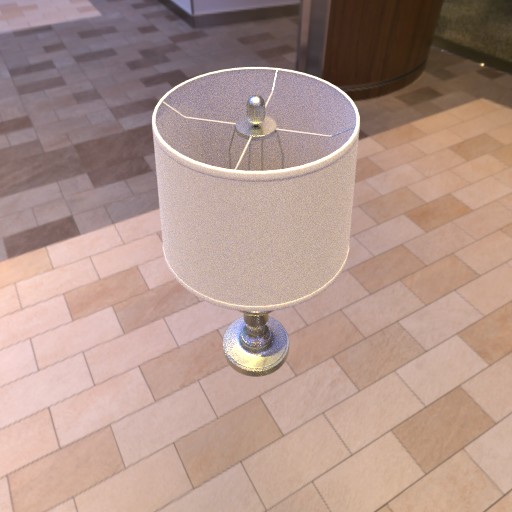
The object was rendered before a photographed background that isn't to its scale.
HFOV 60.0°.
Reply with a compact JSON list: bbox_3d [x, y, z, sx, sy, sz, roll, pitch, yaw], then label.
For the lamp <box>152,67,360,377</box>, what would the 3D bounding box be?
[{"bbox_3d":[0.000,0.000,0.964,0.383,0.733,0.383,0,47,0],"label":"lamp"}]
